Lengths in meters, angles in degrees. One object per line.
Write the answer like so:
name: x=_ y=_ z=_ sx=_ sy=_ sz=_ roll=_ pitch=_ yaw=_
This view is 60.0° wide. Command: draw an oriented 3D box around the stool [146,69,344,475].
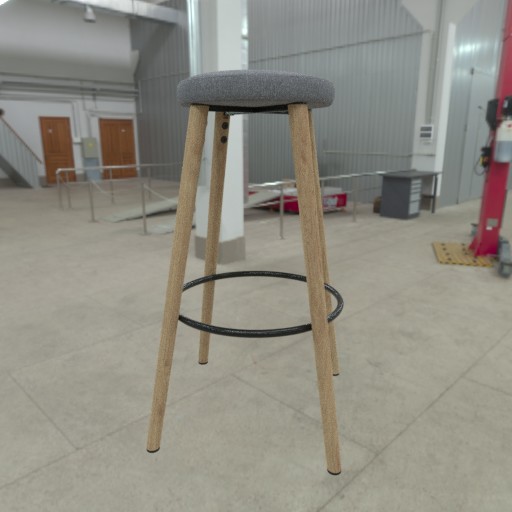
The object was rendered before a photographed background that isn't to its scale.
stool: x=0.000 y=0.000 z=1.000 sx=0.410 sy=0.770 sz=0.410 roll=3 pitch=15 yaw=9
